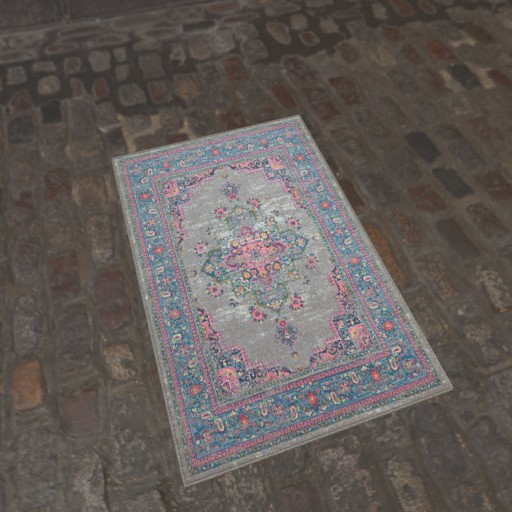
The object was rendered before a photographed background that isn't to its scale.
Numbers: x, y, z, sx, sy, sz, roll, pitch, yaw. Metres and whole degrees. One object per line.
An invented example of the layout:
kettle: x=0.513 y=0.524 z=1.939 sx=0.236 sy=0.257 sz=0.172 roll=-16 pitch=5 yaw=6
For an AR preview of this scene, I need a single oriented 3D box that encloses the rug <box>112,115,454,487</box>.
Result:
rug: x=0.000 y=0.000 z=2.167 sx=1.144 sy=0.014 sz=1.748 roll=-16 pitch=60 yaw=-10
